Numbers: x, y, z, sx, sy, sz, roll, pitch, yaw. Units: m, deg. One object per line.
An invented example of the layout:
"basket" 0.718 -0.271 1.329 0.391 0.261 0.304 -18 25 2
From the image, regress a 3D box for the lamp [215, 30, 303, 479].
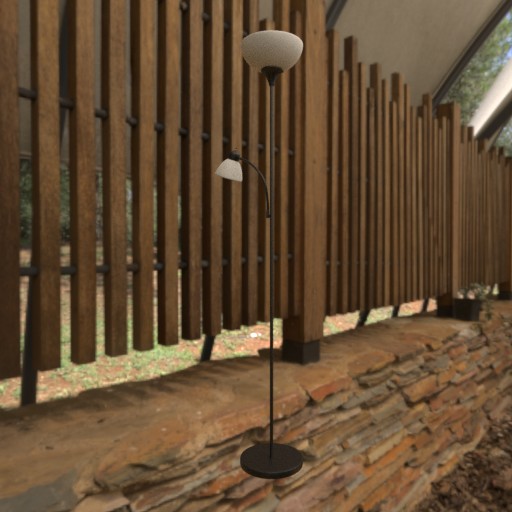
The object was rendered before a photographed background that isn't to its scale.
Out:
"lamp" 0.000 0.000 1.968 0.442 1.804 0.279 1 1 38
